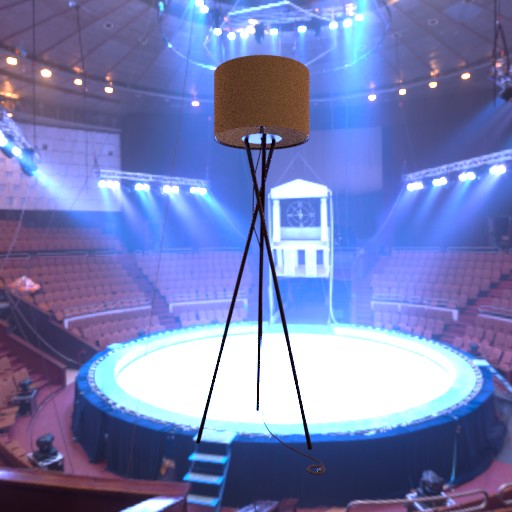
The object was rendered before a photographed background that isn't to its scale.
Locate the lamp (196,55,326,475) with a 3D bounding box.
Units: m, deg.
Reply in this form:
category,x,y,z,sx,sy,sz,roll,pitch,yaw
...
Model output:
category,x,y,z,sx,sy,sz,roll,pitch,yaw
lamp,0.000,0.000,1.967,0.522,1.624,0.667,0,1,-1
